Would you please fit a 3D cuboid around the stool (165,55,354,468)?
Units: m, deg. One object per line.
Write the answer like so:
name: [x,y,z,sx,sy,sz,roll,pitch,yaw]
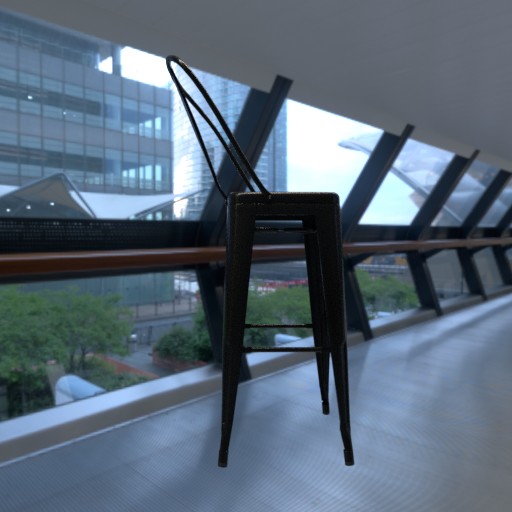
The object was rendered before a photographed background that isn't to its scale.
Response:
stool: [0.000,0.000,1.325,0.513,1.096,0.399,0,2,-1]
